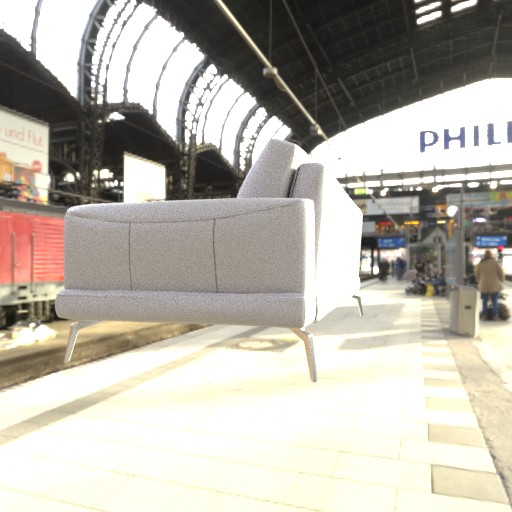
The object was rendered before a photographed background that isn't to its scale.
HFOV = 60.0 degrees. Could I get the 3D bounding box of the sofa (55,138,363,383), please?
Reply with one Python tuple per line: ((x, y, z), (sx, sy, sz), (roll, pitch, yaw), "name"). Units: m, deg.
((0.000, 0.000, 2.675), (1.121, 0.930, 2.177), (0, -1, 18), "sofa")
